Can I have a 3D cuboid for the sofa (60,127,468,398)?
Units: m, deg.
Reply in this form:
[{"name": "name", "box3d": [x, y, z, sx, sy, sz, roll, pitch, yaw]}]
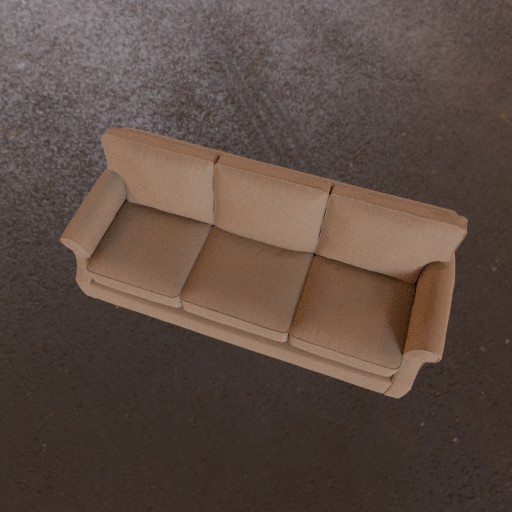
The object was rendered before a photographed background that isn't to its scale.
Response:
[{"name": "sofa", "box3d": [0.000, 0.000, 2.810, 2.354, 0.948, 0.966, 16, 60, 10]}]
